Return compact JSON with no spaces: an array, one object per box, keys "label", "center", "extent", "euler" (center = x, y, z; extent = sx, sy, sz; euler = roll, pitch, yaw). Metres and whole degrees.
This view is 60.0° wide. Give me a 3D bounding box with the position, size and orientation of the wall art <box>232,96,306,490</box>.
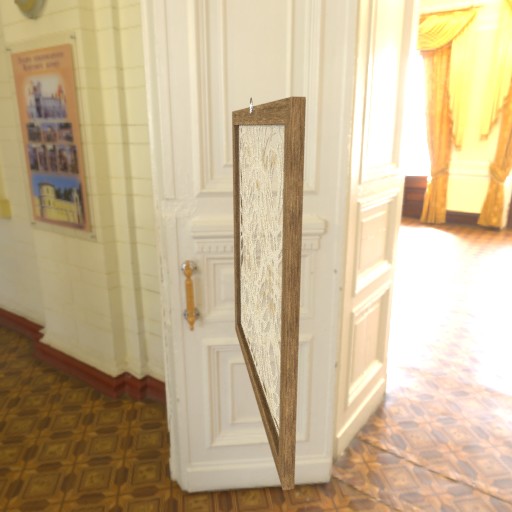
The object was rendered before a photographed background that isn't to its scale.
[{"label":"wall art","center":[0.000,0.000,0.854],"extent":[0.021,0.576,0.561],"euler":[-3,17,-10]}]
